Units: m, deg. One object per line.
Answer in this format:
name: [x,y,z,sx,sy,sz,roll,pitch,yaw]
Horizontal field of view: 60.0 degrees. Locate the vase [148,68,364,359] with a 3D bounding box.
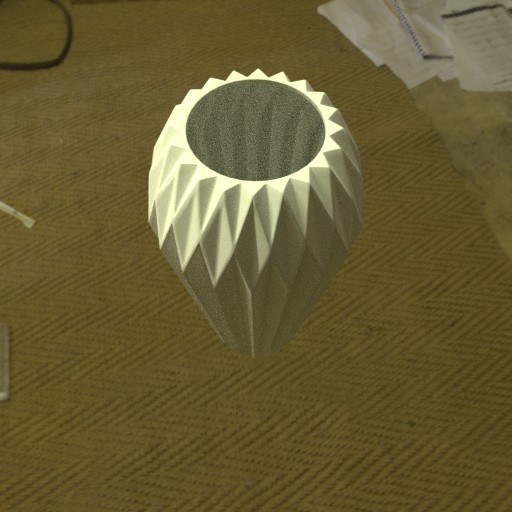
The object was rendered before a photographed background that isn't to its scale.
vase: [0.000,0.000,0.336,0.133,0.263,0.133,0,60,0]
